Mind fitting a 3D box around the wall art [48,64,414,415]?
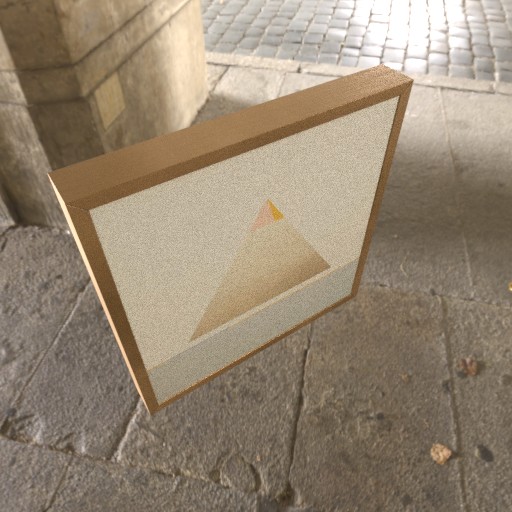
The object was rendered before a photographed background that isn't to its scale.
[{"bbox_3d":[0.000,0.000,0.449,0.305,0.303,0.038,-26,52,-22],"label":"wall art"}]
